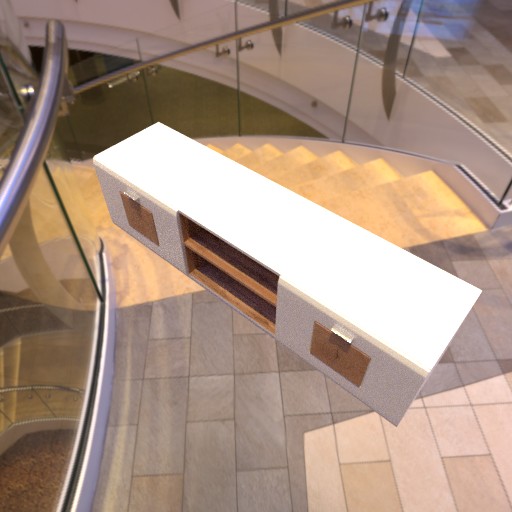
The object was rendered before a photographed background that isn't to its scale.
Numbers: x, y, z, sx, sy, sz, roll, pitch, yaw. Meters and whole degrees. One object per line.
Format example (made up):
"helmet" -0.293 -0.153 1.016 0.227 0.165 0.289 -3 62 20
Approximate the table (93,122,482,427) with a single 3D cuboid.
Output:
"table" 0.000 0.000 1.808 1.550 0.440 0.400 32 55 26
